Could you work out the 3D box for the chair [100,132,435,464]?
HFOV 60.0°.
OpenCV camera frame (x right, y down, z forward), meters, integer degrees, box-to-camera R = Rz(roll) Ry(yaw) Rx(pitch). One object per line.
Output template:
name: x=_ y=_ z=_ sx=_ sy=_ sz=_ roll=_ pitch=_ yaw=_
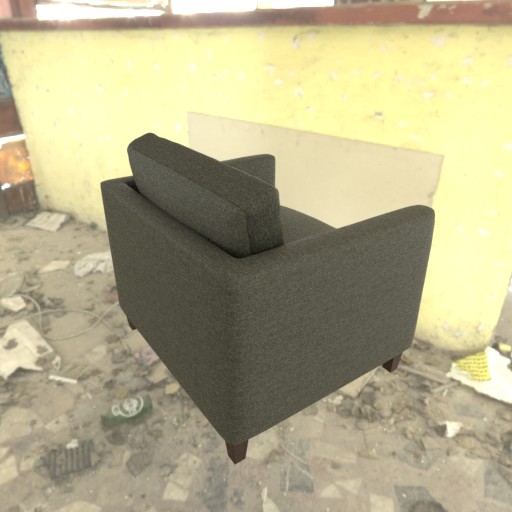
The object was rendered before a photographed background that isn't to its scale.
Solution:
chair: x=0.000 y=0.000 z=1.907 sx=0.959 sy=0.963 sz=1.107 roll=-17 pitch=31 yaw=-31
